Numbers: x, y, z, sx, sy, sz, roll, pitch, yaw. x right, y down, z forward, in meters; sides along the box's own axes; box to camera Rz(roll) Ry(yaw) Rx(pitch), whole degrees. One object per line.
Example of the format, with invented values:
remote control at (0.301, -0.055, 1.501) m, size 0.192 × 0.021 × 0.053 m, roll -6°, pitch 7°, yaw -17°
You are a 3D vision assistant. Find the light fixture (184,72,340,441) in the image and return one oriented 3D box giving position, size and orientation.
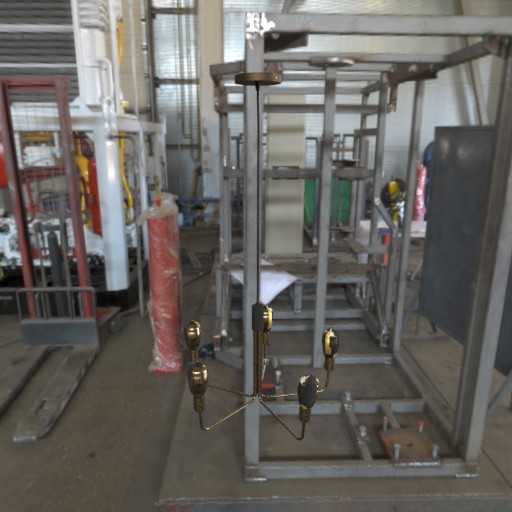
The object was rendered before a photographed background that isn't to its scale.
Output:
light fixture at (0.000, 0.000, 1.385) m, size 0.588 × 1.059 × 0.532 m, roll 14°, pitch 20°, yaw 41°
